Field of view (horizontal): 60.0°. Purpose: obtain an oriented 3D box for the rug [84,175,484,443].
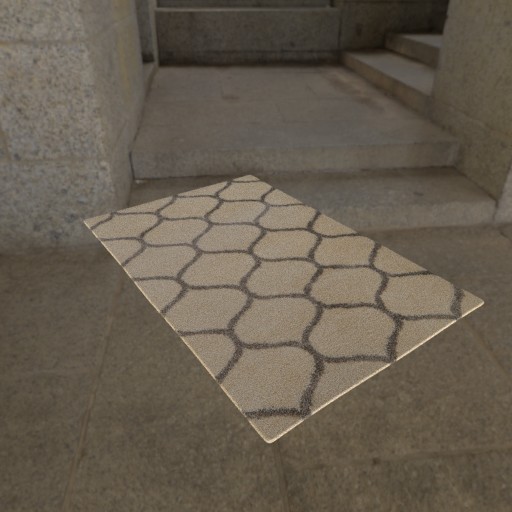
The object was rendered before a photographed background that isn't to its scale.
[{"bbox_3d":[0.000,0.000,3.412,1.801,0.026,2.701,-21,38,-29],"label":"rug"}]
